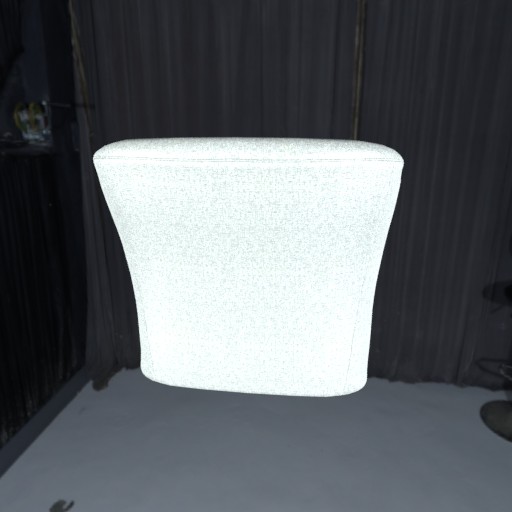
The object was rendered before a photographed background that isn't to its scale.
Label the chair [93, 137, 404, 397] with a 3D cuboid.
[{"bbox_3d":[0.000,0.000,1.614,0.864,0.856,0.923,2,16,7],"label":"chair"}]
